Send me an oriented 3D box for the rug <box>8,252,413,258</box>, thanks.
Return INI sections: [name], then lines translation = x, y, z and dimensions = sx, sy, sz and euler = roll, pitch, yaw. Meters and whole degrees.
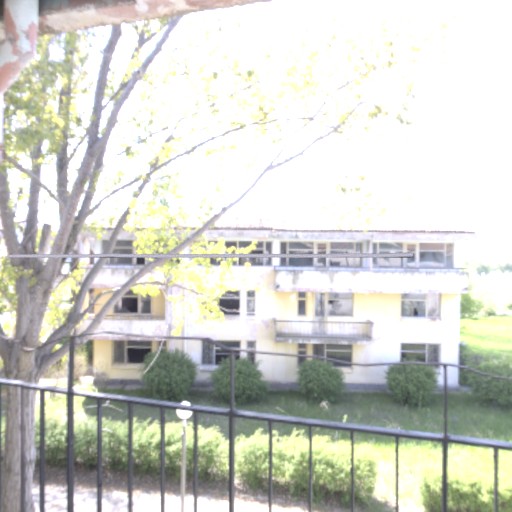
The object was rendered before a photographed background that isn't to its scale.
[rug]
translation = 0.000, 0.000, 0.858
dimensions = 0.548, 0.006, 0.639
euler = 0, 0, 17
